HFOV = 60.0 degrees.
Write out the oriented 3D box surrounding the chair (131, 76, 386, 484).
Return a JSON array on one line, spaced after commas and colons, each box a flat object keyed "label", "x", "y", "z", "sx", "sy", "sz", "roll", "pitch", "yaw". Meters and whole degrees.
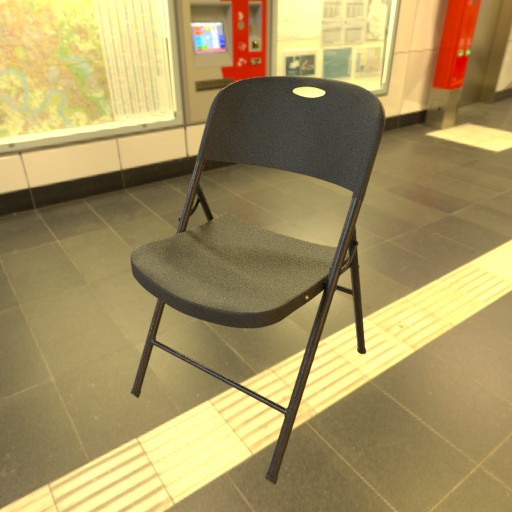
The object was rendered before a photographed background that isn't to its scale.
[{"label": "chair", "x": 0.000, "y": 0.000, "z": 1.152, "sx": 0.494, "sy": 0.810, "sz": 0.566, "roll": 19, "pitch": 34, "yaw": 30}]
